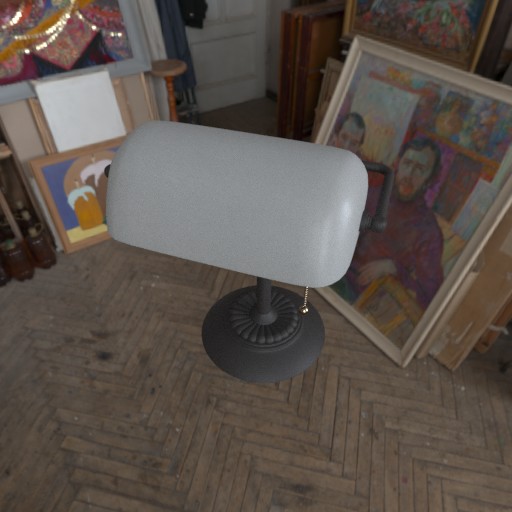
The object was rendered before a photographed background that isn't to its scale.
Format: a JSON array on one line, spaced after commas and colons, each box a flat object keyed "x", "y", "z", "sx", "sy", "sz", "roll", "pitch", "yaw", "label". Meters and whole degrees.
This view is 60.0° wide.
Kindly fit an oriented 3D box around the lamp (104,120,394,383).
[{"x": 0.000, "y": 0.000, "z": 0.511, "sx": 0.264, "sy": 0.339, "sz": 0.243, "roll": 13, "pitch": 43, "yaw": 14, "label": "lamp"}]
